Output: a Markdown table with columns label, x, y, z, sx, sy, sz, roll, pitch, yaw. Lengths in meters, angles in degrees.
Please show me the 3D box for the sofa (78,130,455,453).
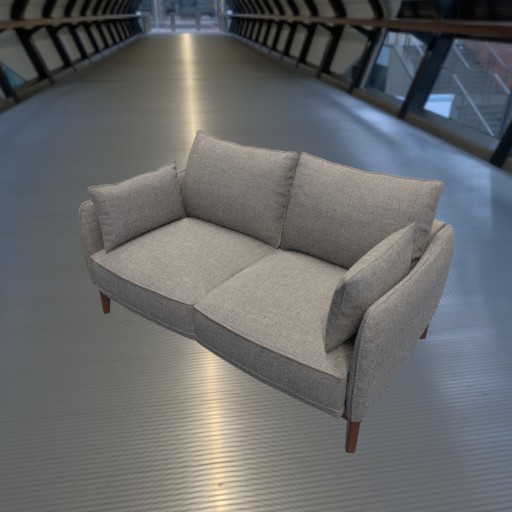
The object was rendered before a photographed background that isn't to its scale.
| label | x | y | z | sx | sy | sz | roll | pitch | yaw |
| --- | --- | --- | --- | --- | --- | --- | --- | --- | --- |
| sofa | 0.000 | 0.000 | 2.118 | 1.580 | 0.851 | 0.972 | 20 | 35 | 31 |
